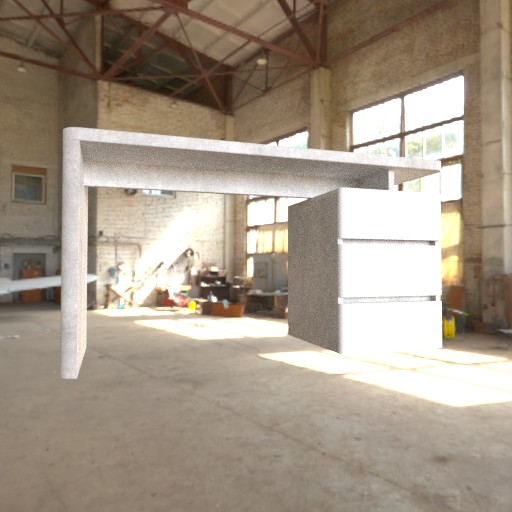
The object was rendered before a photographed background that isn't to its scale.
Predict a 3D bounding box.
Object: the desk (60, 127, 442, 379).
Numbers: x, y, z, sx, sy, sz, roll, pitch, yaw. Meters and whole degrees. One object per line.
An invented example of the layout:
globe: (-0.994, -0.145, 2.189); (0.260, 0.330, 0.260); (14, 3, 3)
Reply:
desk: (0.000, 0.000, 1.790); (1.400, 0.755, 0.550); (1, -2, -18)
